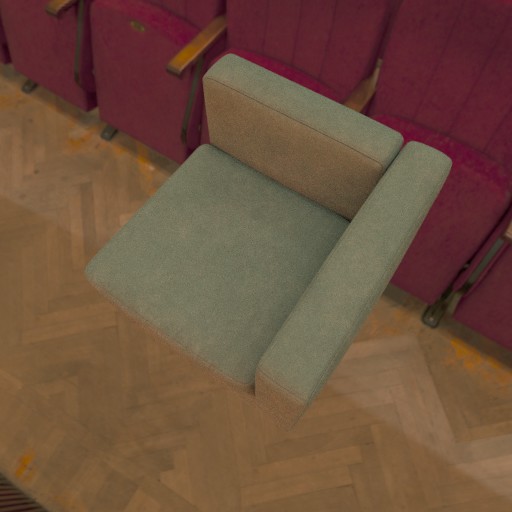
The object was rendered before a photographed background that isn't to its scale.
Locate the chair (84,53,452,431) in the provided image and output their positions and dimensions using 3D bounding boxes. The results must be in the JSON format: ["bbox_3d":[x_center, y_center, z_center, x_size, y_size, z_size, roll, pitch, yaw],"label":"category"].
[{"bbox_3d":[0.000,0.000,1.243,0.680,0.660,0.680,31,67,15],"label":"chair"}]
